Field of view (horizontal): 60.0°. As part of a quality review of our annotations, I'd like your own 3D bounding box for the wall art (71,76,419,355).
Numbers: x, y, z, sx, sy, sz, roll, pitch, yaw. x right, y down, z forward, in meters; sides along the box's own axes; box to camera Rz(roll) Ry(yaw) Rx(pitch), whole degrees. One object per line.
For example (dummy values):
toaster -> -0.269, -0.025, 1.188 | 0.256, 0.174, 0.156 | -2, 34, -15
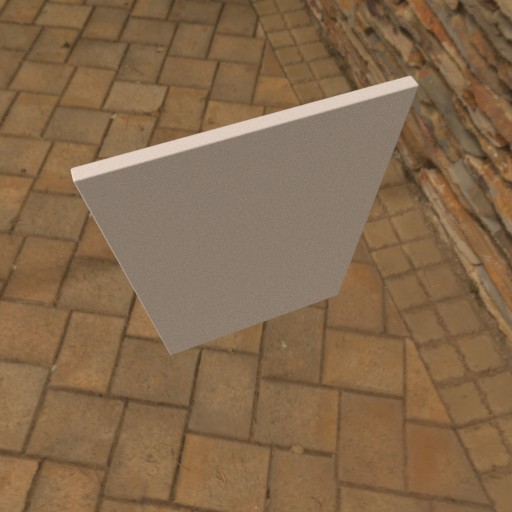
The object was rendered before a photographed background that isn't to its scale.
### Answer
wall art -> 0.000, 0.000, 1.026 | 0.556, 0.813, 0.026 | -18, 62, -10
